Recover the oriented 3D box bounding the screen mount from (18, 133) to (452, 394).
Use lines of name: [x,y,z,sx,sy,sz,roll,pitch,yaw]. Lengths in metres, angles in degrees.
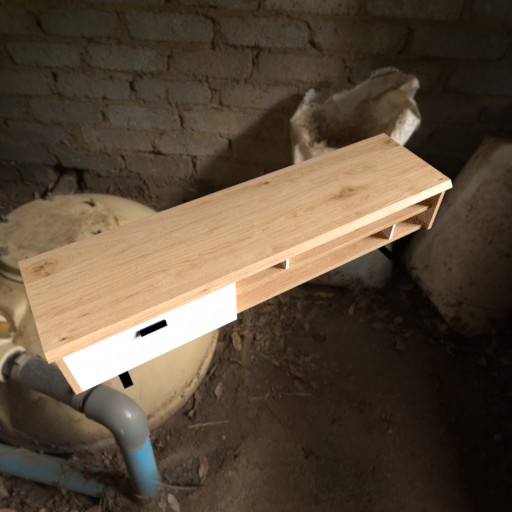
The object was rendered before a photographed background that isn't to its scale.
screen mount: [0.000,0.000,1.892,1.700,0.430,0.450,-23,51,-20]
